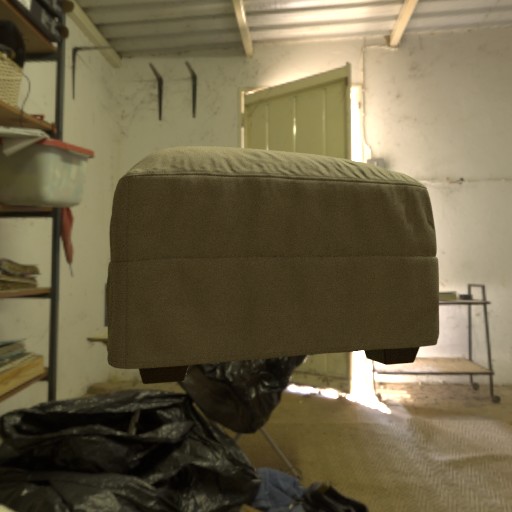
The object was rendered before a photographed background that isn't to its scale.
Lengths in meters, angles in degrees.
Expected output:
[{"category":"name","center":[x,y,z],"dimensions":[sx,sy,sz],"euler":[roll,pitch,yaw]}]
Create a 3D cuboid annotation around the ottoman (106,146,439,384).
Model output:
[{"category":"ottoman","center":[0.000,0.000,1.114],"dimensions":[0.712,0.480,0.584],"euler":[1,-2,-18]}]
